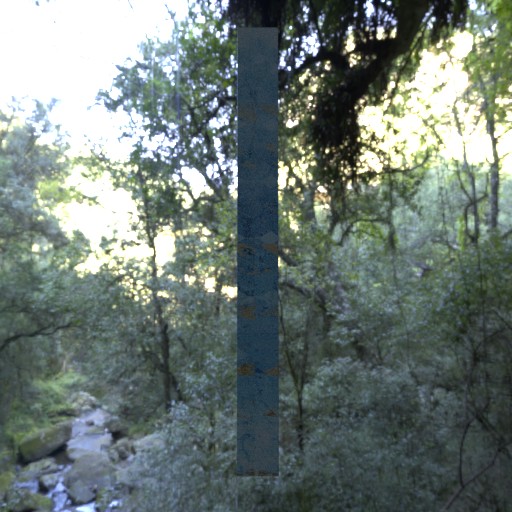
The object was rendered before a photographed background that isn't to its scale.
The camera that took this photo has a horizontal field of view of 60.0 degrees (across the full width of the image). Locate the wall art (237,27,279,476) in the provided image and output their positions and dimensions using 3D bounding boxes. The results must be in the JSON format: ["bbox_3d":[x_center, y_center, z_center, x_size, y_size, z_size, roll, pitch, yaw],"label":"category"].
[{"bbox_3d":[0.000,0.000,0.601,0.037,0.405,0.405,0,-2,0],"label":"wall art"}]
